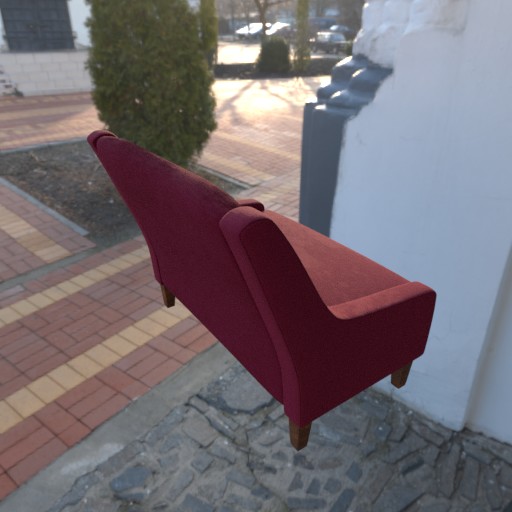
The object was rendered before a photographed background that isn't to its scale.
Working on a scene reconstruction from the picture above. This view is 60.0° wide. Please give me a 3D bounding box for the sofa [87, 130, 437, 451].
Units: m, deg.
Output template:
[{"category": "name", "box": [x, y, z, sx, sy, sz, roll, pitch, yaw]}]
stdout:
[{"category": "sofa", "box": [0.000, 0.000, 1.913, 0.946, 0.976, 1.242, -18, 32, -30]}]
